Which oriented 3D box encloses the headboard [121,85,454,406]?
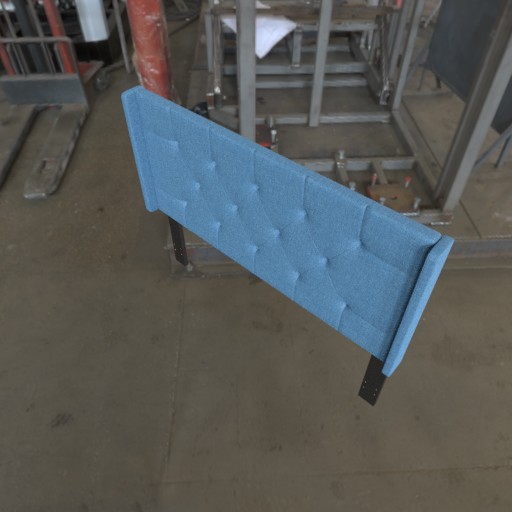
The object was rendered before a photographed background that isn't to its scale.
[{"bbox_3d":[0.000,0.000,2.764,2.051,1.524,0.184,33,54,28],"label":"headboard"}]
